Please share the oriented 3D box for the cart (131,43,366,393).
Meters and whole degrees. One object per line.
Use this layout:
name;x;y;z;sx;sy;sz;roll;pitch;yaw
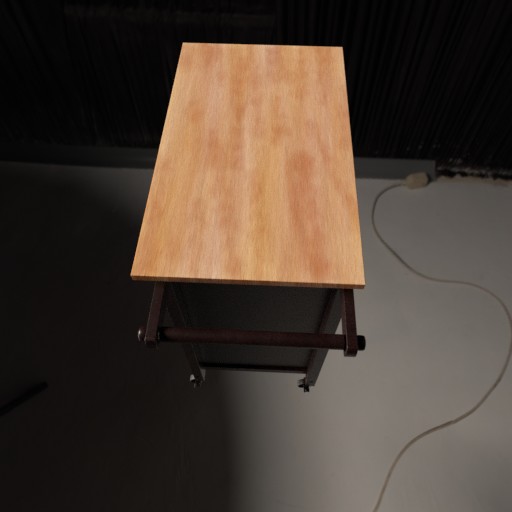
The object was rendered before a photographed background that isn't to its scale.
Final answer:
cart;0.000;0.000;1.430;0.472;0.878;0.914;2;58;1
